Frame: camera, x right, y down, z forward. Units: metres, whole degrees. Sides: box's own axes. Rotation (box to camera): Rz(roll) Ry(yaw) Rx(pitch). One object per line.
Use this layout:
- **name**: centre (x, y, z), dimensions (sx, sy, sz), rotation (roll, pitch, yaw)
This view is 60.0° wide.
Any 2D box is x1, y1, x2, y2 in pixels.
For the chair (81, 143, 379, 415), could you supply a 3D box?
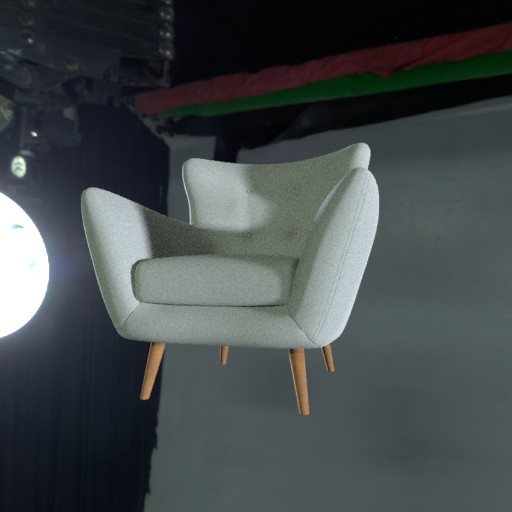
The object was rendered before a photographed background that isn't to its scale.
- **chair**: centre (0.000, 0.000, 1.603), dimensions (0.890, 0.889, 0.889), rotation (-1, -3, 18)
